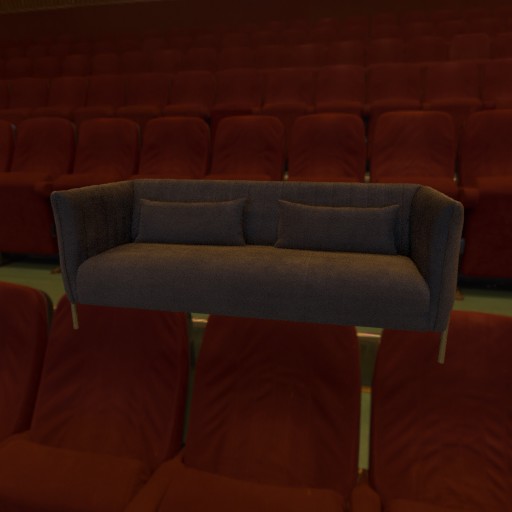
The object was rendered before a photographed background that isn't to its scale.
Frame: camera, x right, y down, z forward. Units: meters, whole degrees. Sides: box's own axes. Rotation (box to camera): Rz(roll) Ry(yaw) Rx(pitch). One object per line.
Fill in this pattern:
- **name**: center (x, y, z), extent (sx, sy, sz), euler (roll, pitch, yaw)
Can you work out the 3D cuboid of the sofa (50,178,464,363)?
- **sofa**: center (0.000, 0.000, 2.495), extent (1.980, 0.780, 0.876), euler (3, 15, 11)
